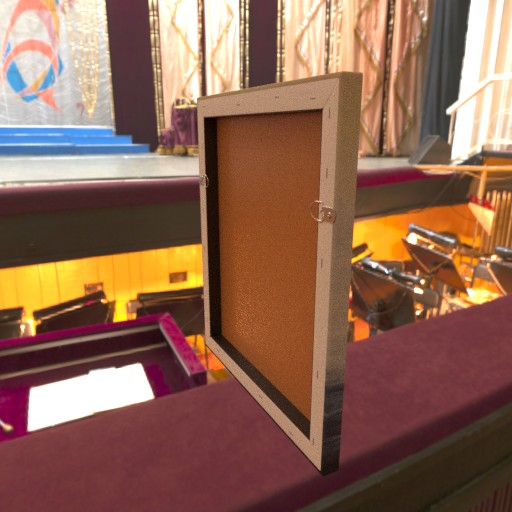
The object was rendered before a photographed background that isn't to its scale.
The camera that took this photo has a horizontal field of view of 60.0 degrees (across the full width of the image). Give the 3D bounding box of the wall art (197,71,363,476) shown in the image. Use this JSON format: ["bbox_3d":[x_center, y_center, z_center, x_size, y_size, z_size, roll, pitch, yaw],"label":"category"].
[{"bbox_3d":[0.000,0.000,0.999,0.041,0.710,0.608,-8,18,-27],"label":"wall art"}]
